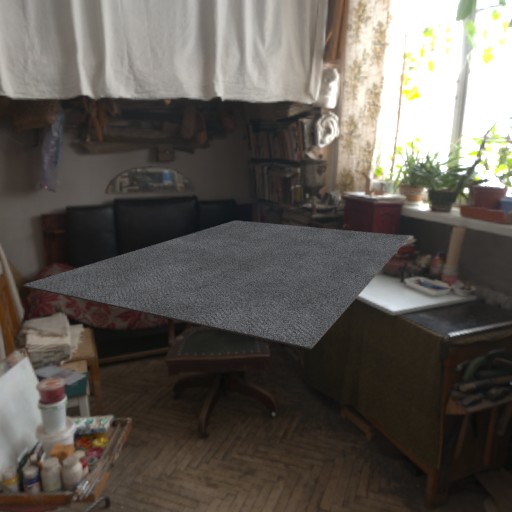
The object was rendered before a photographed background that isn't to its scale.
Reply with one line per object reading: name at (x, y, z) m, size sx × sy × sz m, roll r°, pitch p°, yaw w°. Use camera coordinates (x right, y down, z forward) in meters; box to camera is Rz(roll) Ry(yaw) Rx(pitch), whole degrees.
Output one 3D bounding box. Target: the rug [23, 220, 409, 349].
rug at (0.000, 0.000, 2.924) m, size 1.600 × 0.008 × 2.235 m, roll 7°, pitch 16°, yaw 26°
